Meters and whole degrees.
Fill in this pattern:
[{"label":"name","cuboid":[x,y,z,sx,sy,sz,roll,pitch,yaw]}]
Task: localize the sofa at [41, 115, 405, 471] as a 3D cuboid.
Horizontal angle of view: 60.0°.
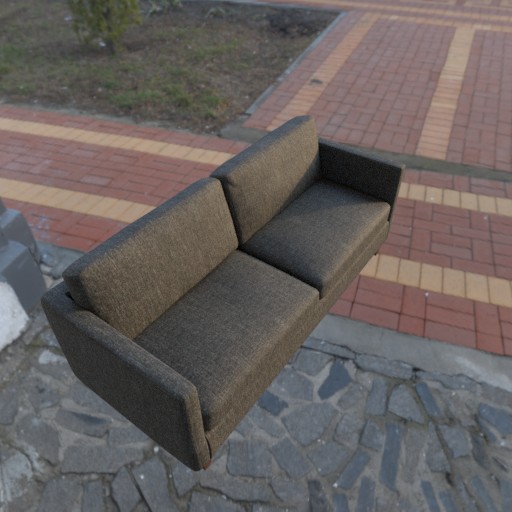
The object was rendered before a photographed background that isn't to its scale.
[{"label":"sofa","cuboid":[0.000,0.000,2.693,0.948,0.960,2.208,26,48,26]}]
